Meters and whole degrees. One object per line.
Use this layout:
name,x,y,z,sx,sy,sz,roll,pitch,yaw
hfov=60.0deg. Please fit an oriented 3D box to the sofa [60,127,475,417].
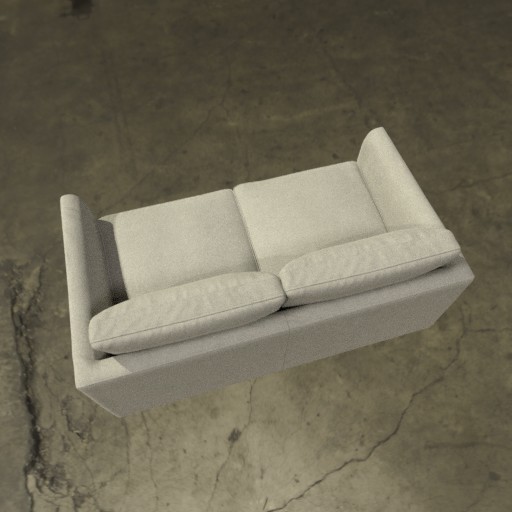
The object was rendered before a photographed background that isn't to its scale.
sofa,0.000,0.000,2.446,1.905,0.839,1.091,-14,60,-8
